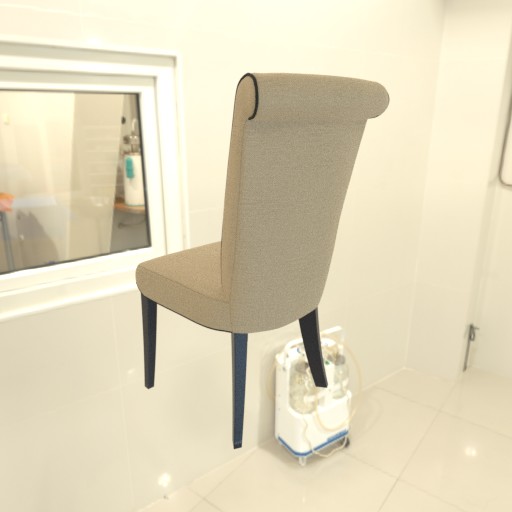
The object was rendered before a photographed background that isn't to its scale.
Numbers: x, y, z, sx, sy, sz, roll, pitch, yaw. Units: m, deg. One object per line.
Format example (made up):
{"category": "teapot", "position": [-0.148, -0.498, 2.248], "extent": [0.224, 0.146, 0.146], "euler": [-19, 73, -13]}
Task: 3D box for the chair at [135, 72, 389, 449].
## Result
{"category": "chair", "position": [0.000, 0.000, 1.362], "extent": [0.623, 0.997, 0.522], "euler": [17, 24, 42]}
